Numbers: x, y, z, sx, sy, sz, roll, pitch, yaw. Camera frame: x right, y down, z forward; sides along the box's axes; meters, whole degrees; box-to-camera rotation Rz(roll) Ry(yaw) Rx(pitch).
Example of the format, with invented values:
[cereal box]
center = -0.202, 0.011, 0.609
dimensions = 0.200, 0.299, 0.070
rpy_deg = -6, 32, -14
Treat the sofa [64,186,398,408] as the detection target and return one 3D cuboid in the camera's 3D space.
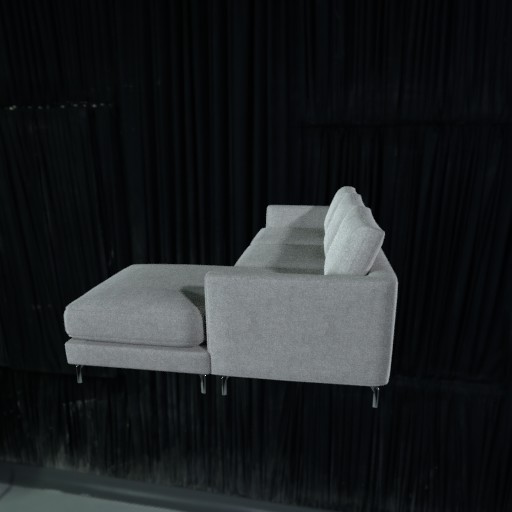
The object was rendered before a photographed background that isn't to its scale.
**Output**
[sofa]
center = 0.000, 0.000, 3.214
dimensions = 1.626, 0.864, 2.438
rpy_deg = 2, 14, 8
